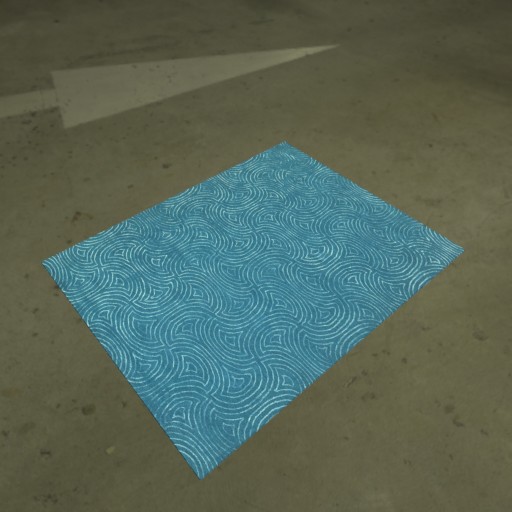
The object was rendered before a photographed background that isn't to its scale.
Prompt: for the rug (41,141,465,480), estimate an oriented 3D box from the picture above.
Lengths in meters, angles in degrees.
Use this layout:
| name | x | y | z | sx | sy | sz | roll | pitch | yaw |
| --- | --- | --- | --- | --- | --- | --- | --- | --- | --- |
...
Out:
| name | x | y | z | sx | sy | sz | roll | pitch | yaw |
| --- | --- | --- | --- | --- | --- | --- | --- | --- | --- |
| rug | 0.000 | 0.000 | 4.057 | 3.033 | 0.012 | 2.432 | -32 | 54 | -27 |
